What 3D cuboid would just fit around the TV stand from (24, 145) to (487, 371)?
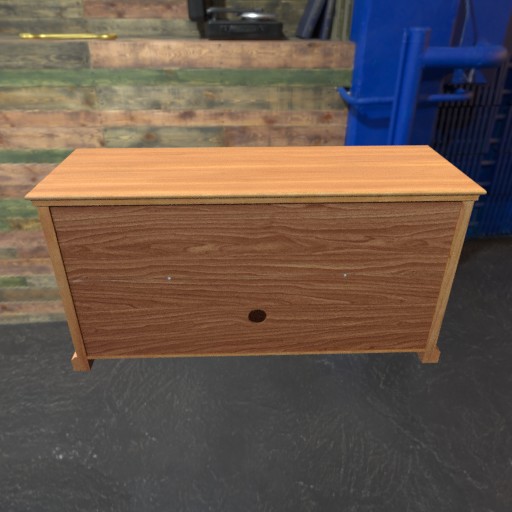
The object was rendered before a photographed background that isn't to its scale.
[{"bbox_3d":[0.000,0.000,1.455,1.181,0.607,0.417,-1,30,-2],"label":"TV stand"}]
